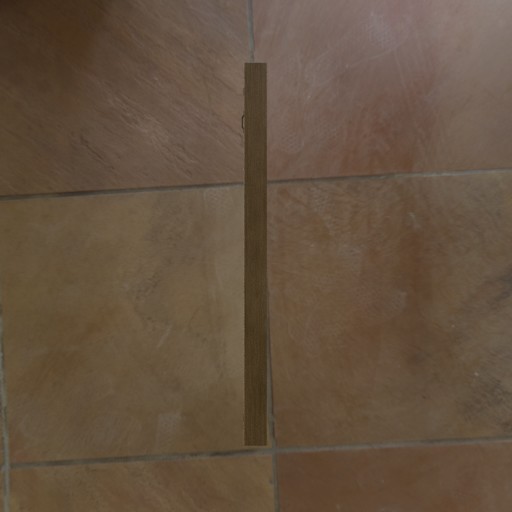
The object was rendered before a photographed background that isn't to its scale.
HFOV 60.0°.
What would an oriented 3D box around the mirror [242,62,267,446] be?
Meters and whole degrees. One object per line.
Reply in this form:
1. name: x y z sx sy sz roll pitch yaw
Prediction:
1. mirror: 0.000 0.000 1.161 0.041 0.915 0.609 0 89 0
